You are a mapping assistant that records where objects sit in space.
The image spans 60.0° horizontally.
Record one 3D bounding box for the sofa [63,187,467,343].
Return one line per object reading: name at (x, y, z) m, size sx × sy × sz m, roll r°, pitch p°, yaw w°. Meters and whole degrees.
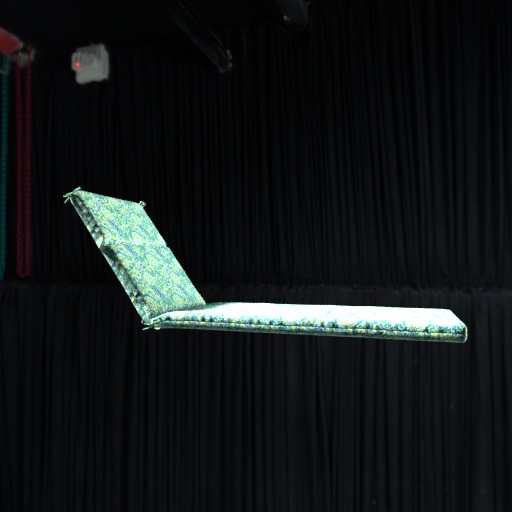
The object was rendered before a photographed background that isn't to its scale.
sofa at (0.000, 0.000, 1.989) m, size 1.663 × 0.622 × 0.582 m, roll 0°, pitch -1°, yaw 18°
